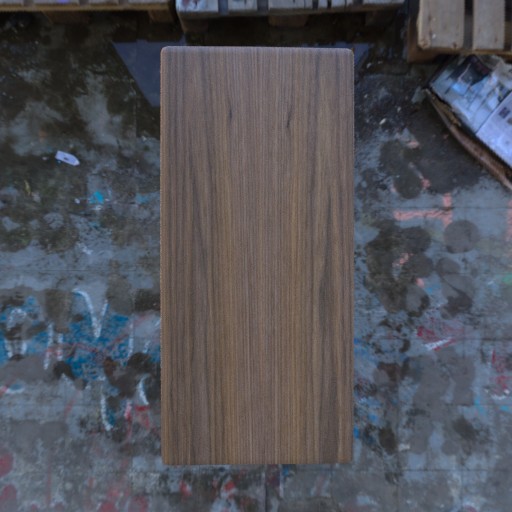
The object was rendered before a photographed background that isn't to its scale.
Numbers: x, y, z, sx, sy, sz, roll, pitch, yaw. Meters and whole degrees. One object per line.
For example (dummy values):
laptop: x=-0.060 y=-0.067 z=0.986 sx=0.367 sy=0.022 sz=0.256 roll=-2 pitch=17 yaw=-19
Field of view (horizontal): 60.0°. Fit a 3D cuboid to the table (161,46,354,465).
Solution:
table: x=0.000 y=0.000 z=1.690 sx=0.637 sy=0.468 sz=1.375 roll=0 pitch=90 yaw=-2
